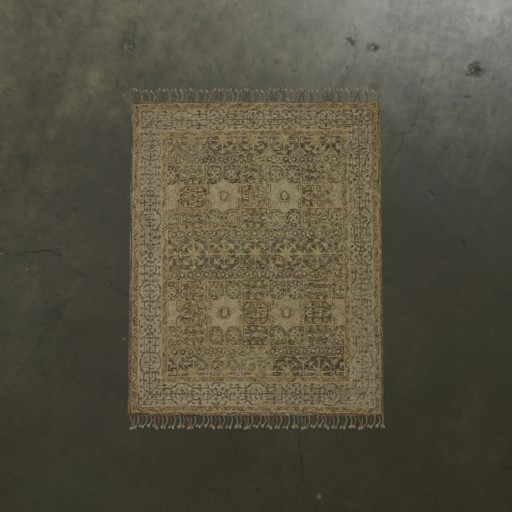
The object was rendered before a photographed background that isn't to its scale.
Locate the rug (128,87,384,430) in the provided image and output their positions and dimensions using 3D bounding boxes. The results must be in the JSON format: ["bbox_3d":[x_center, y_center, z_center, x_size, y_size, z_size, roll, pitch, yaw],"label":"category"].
[{"bbox_3d":[0.000,0.000,4.265,2.431,0.017,3.291,0,88,0],"label":"rug"}]
